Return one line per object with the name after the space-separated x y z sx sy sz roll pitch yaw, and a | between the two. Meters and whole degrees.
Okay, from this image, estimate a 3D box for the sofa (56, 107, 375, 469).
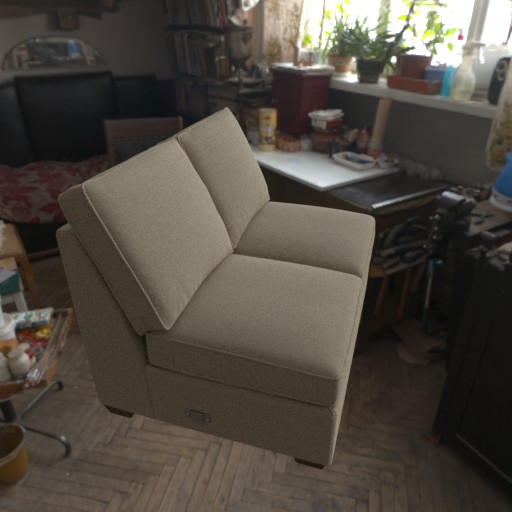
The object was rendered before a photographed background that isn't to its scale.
0.000 0.000 1.941 0.951 1.008 1.237 9 31 16 | sofa
